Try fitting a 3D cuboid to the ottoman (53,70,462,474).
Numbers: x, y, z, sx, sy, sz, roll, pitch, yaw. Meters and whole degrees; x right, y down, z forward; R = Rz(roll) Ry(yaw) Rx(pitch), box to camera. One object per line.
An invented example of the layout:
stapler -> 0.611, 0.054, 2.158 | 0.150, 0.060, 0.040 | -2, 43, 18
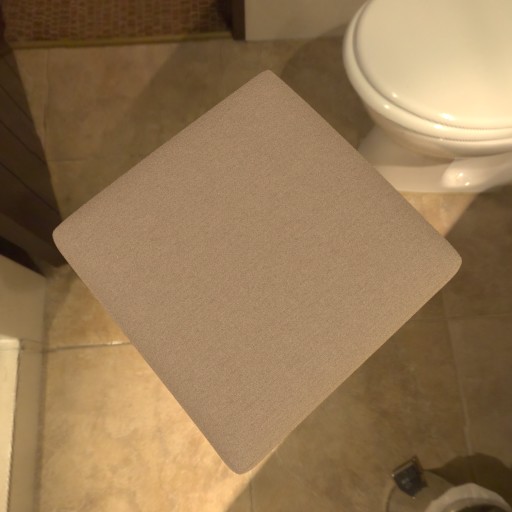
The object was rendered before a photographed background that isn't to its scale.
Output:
ottoman -> 0.000, 0.000, 1.614 | 1.041, 0.470, 1.041 | -40, 78, -10
